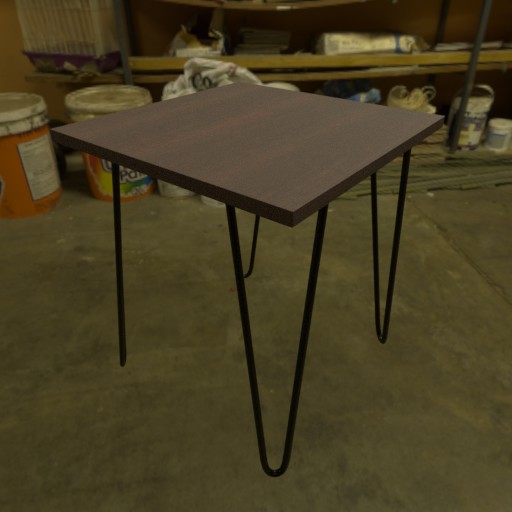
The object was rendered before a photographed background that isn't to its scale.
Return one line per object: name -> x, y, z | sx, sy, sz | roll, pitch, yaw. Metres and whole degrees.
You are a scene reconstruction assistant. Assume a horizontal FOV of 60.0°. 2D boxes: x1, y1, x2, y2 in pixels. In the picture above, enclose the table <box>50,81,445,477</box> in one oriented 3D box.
table -> 0.000, 0.000, 0.931 | 0.495, 0.559, 0.495 | 23, 39, 32
